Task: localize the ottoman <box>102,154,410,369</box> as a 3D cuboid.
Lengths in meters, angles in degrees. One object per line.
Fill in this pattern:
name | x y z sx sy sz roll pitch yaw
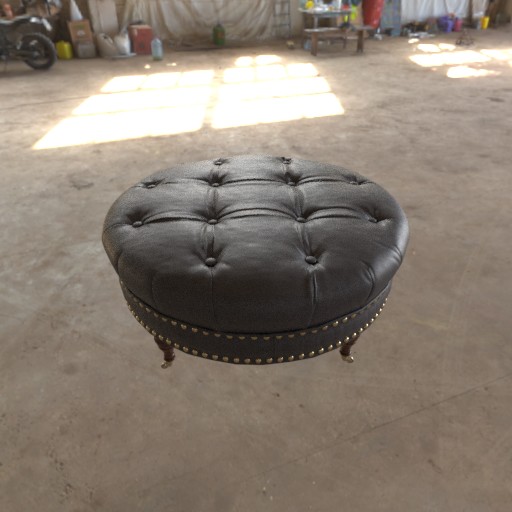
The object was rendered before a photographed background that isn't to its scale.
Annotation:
ottoman | 0.000 0.000 1.430 0.901 0.439 0.901 0 33 0
